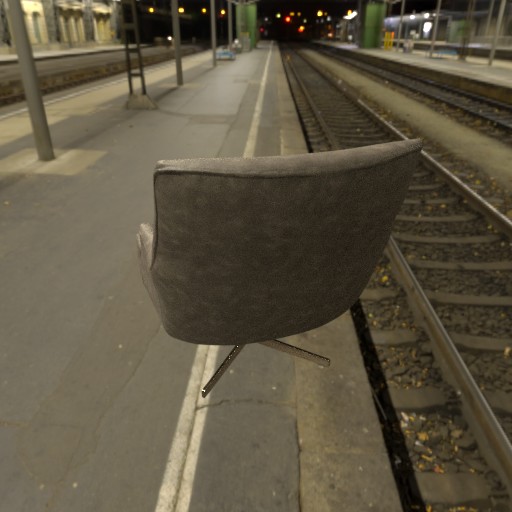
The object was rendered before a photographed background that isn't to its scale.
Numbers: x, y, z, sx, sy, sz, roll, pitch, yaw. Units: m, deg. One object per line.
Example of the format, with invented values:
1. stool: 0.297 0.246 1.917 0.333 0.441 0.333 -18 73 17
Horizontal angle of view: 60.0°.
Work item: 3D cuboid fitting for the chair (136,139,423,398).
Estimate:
1. chair: 0.000 0.000 1.496 0.738 0.870 0.874 -9 28 -17
